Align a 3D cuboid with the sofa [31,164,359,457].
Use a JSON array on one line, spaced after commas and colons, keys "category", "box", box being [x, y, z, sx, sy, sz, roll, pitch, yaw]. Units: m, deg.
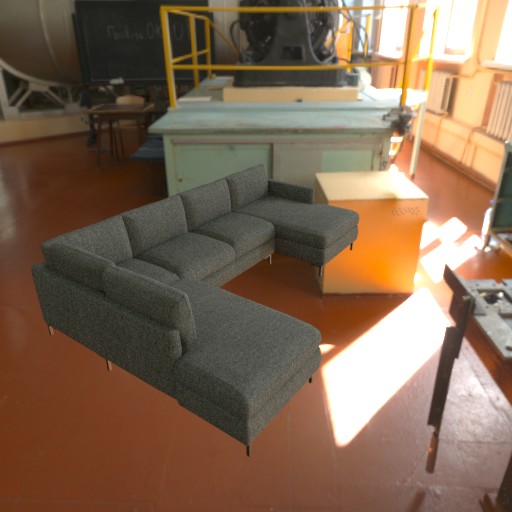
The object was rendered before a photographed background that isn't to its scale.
[{"category": "sofa", "box": [0.000, 0.000, 3.574, 1.879, 0.756, 2.737, 18, 31, 32]}]
